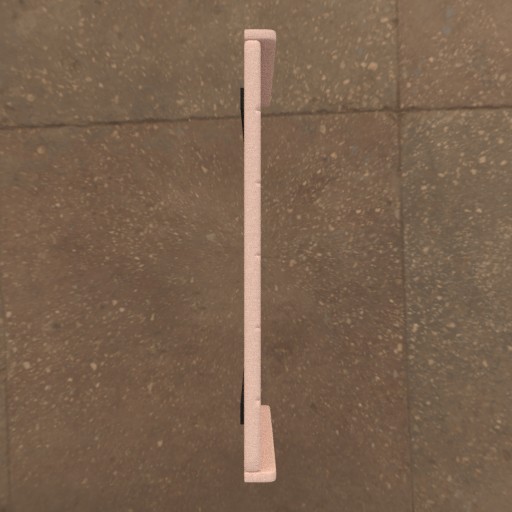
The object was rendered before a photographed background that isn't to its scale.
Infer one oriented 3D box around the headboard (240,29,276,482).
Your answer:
[{"bbox_3d":[0.000,0.000,2.763,0.184,1.524,2.051,0,90,0],"label":"headboard"}]
